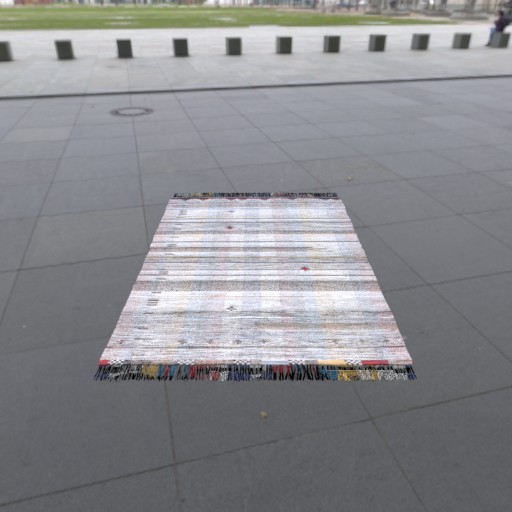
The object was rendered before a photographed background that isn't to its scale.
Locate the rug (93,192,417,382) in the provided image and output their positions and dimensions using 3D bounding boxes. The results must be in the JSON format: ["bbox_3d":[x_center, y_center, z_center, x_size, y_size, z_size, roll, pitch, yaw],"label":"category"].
[{"bbox_3d":[0.000,0.000,2.420,1.217,0.012,1.848,0,30,0],"label":"rug"}]
